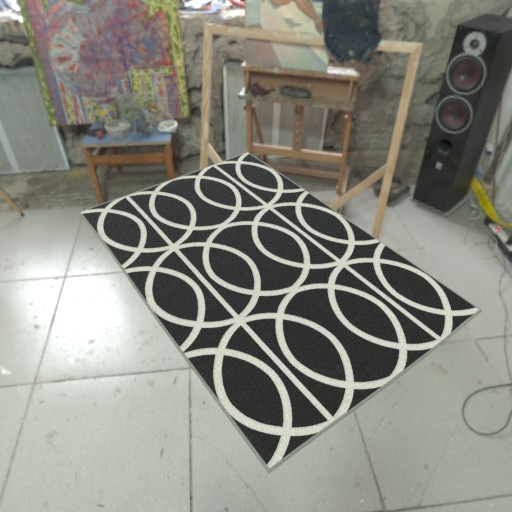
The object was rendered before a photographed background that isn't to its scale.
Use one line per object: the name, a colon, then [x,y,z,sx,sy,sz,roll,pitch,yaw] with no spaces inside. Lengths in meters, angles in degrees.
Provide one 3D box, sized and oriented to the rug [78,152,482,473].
rug: [0.000,0.000,2.860,1.526,0.014,2.290,-26,48,-26]
